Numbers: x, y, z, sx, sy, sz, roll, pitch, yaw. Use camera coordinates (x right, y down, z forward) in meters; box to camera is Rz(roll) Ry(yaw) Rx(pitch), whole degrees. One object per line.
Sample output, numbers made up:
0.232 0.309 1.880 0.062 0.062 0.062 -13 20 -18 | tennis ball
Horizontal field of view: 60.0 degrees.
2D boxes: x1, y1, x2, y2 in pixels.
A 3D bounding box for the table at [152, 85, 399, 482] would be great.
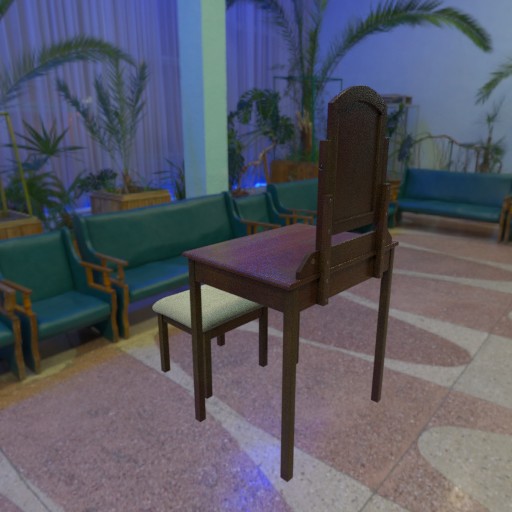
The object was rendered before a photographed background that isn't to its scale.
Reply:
0.000 0.000 2.349 1.211 1.631 0.876 15 22 41 | table
